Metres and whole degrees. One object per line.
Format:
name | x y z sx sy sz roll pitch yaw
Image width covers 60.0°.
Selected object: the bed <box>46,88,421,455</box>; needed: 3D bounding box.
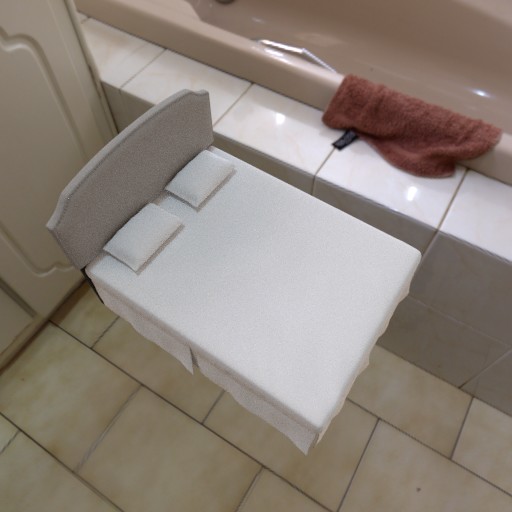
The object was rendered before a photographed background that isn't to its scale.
bed | 0.000 0.000 3.035 1.999 1.270 1.558 30 63 17
